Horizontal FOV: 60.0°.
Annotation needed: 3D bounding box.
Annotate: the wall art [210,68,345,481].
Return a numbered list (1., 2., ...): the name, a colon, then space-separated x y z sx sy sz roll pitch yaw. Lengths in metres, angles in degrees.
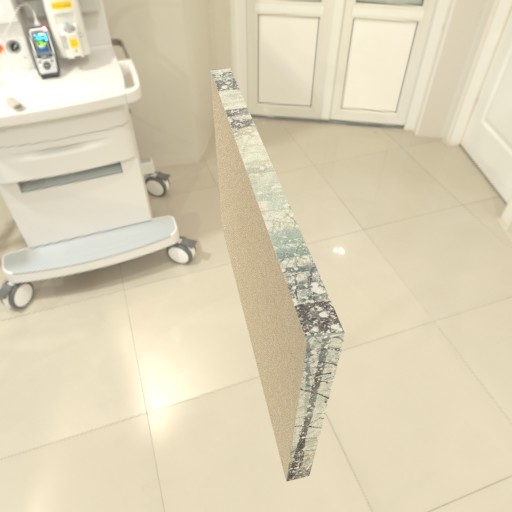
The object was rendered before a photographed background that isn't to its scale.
1. wall art: 0.000 0.000 0.772 0.042 0.398 0.618 -9 47 -9
